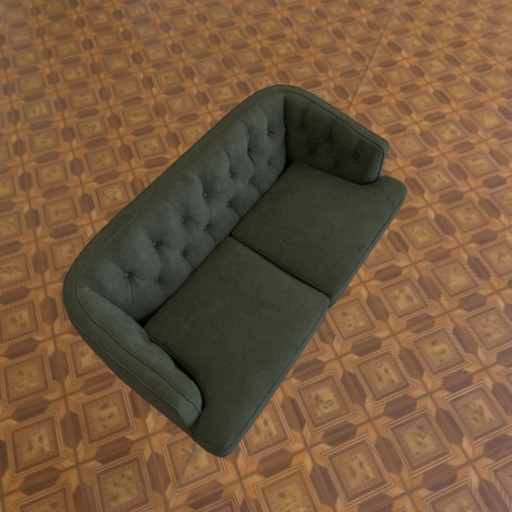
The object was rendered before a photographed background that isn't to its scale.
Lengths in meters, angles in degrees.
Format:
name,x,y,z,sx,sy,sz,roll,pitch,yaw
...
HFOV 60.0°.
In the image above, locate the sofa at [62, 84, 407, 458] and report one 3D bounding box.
name,x,y,z,sx,sy,sz,roll,pitch,yaw
sofa,0.000,0.000,2.293,0.941,0.855,1.733,31,63,18
